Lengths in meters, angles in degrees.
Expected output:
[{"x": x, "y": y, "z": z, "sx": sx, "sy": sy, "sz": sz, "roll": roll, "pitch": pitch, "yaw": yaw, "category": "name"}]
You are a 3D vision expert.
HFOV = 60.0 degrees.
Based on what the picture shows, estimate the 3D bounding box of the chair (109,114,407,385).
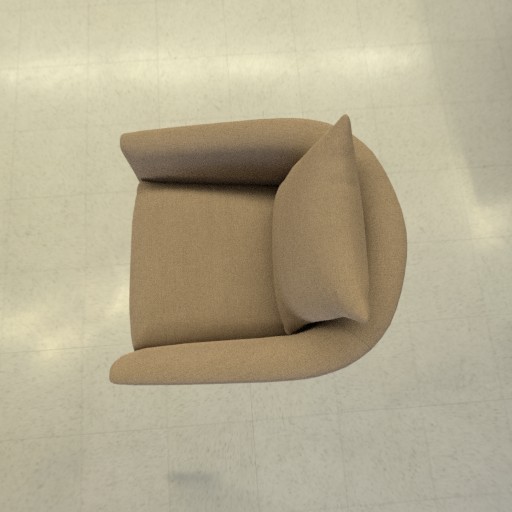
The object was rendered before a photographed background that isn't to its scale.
[{"x": 0.000, "y": 0.000, "z": 1.559, "sx": 0.910, "sy": 0.848, "sz": 0.845, "roll": -2, "pitch": 76, "yaw": 0, "category": "chair"}]
